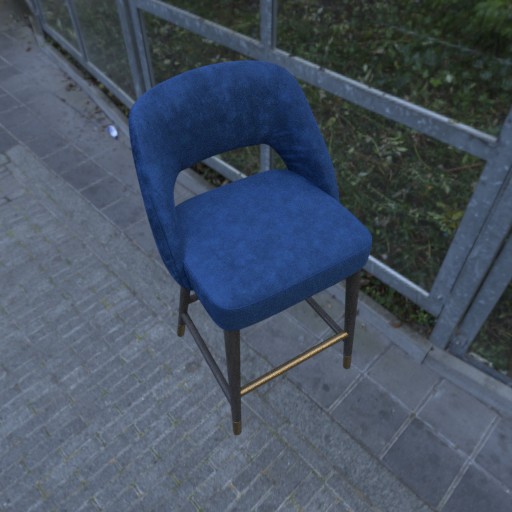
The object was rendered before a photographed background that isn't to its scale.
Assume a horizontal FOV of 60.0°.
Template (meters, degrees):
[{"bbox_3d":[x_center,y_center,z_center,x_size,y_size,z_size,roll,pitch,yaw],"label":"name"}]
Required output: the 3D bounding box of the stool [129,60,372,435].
[{"bbox_3d":[0.000,0.000,1.288,0.536,0.925,0.524,-24,51,-21],"label":"stool"}]
